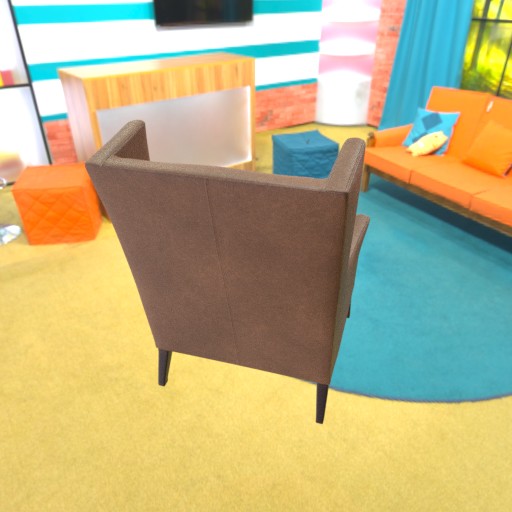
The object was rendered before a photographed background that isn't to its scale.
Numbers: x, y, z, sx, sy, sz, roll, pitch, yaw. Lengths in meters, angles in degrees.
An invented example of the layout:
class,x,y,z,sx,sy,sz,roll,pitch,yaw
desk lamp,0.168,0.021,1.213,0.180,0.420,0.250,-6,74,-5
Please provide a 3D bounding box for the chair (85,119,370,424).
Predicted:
class,x,y,z,sx,sy,sz,roll,pitch,yaw
chair,0.000,0.000,1.737,0.815,1.088,0.913,9,33,14
